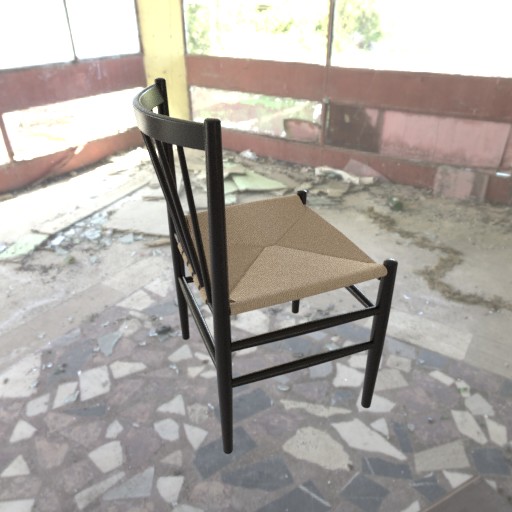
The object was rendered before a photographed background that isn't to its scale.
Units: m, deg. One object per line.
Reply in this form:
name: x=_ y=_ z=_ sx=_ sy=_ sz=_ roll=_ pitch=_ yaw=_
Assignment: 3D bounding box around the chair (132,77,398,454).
chair: x=0.000 y=0.000 z=1.145 sx=0.516 sy=0.818 sz=0.495 roll=-11 pitch=32 yaw=-18
